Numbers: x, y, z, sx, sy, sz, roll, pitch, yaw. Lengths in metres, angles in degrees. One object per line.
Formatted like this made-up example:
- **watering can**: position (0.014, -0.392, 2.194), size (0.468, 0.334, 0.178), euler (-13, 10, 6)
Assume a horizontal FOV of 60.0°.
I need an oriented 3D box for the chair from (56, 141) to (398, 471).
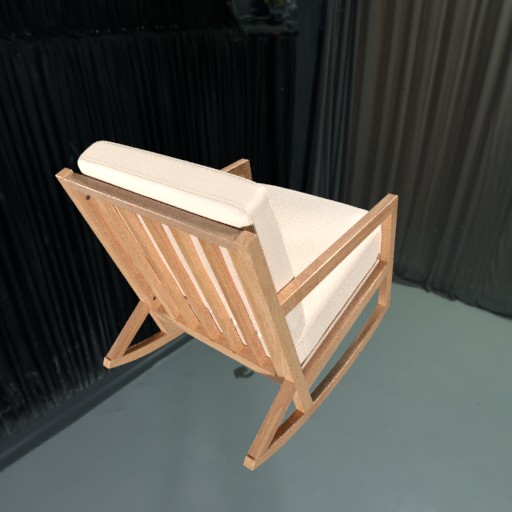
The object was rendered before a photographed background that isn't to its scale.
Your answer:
- **chair**: position (0.000, 0.000, 1.408), size (0.622, 0.790, 0.857), euler (21, 36, 32)
